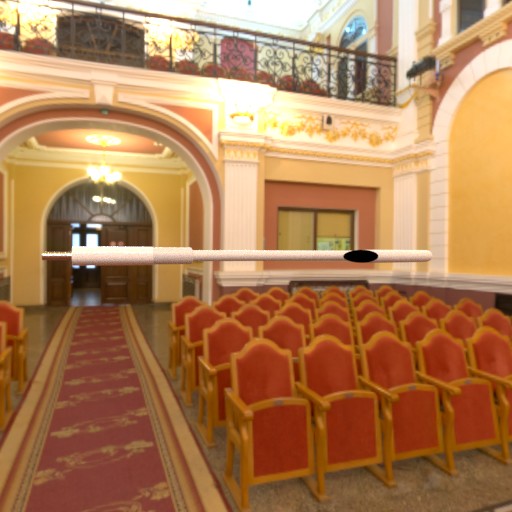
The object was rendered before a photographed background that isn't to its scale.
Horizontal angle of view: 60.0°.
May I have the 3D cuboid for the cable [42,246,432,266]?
[{"bbox_3d":[0.000,0.000,0.109,0.098,0.006,0.040,0,0,-19],"label":"cable"}]
